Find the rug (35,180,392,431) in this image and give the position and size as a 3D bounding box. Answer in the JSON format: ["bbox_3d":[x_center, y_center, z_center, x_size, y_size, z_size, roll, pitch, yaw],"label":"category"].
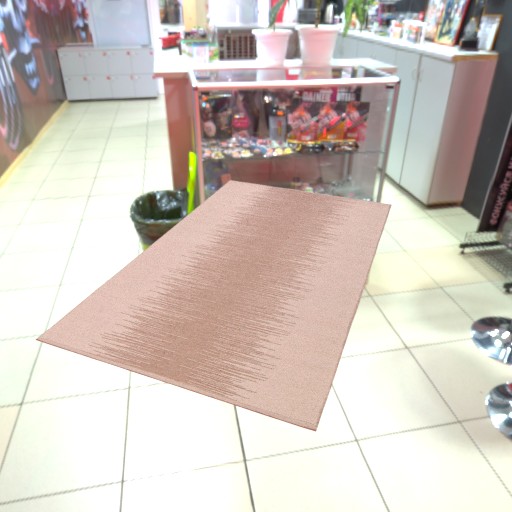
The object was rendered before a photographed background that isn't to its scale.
[{"bbox_3d":[0.000,0.000,3.055,1.522,0.012,2.440,12,33,19],"label":"rug"}]
